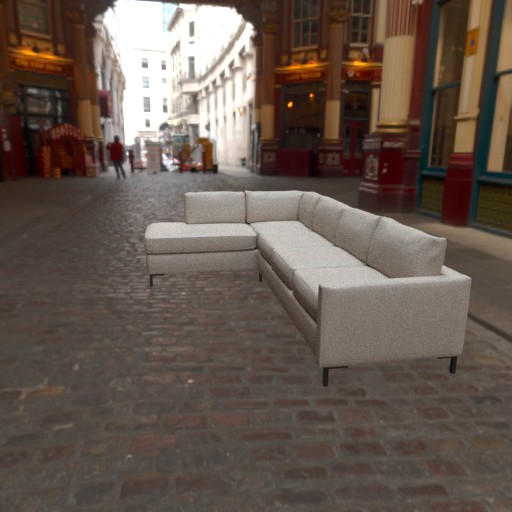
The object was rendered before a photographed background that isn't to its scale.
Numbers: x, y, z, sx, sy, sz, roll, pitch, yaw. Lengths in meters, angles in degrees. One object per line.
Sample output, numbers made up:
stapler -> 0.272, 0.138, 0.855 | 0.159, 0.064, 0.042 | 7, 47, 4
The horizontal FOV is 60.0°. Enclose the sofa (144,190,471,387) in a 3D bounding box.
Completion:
sofa -> 0.000, 0.000, 3.109 | 1.617, 0.703, 2.423 | -3, 14, -10
